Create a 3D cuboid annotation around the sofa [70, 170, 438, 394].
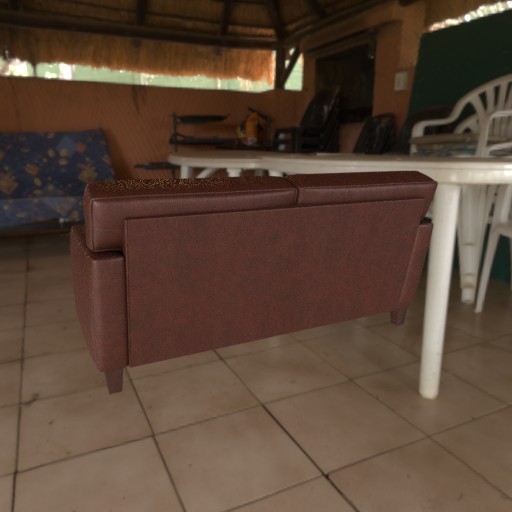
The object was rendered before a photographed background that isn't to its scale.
[{"bbox_3d":[0.000,0.000,2.470,1.876,0.928,0.912,-7,16,-26],"label":"sofa"}]
